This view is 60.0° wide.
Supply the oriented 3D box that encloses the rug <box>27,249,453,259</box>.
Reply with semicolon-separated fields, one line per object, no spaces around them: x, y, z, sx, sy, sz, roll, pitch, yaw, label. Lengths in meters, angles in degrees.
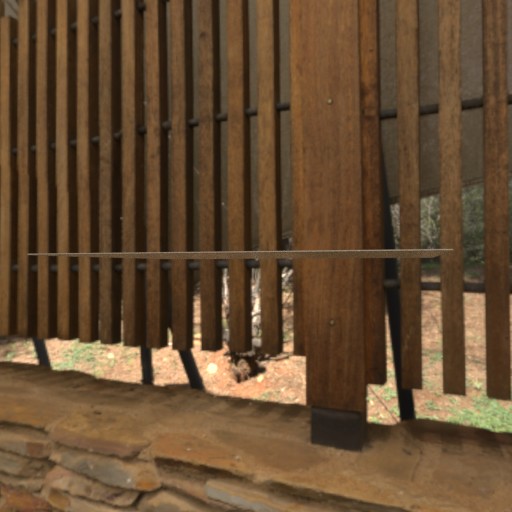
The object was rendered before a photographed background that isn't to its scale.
0.000;0.000;3.745;2.890;0.013;2.005;0;-1;19;rug
